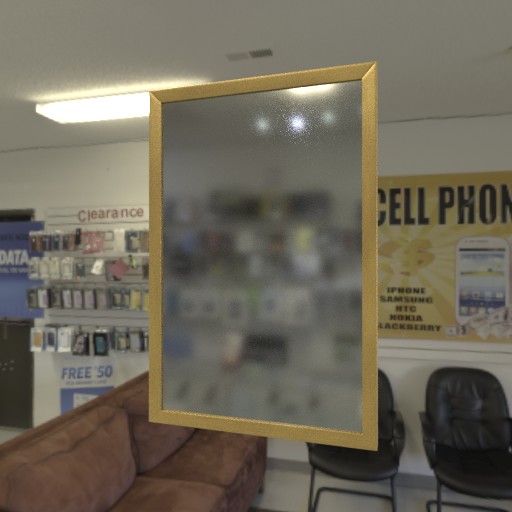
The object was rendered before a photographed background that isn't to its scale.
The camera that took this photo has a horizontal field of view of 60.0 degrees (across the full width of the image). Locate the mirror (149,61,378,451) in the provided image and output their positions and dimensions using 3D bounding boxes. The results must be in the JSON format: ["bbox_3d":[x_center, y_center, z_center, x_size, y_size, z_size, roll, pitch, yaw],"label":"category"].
[{"bbox_3d":[0.000,0.000,1.151,0.609,0.915,0.040,0,0,18],"label":"mirror"}]
